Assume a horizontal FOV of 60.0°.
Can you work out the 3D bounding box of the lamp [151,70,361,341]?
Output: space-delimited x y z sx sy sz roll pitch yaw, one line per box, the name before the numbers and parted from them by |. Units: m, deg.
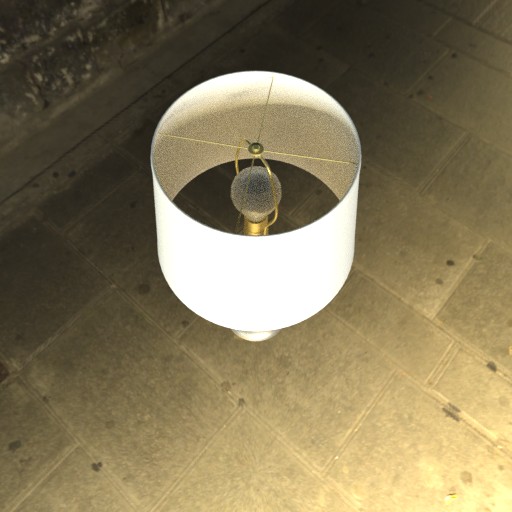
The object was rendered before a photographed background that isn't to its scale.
lamp | 0.000 0.000 0.811 0.328 0.612 0.328 0 64 0
